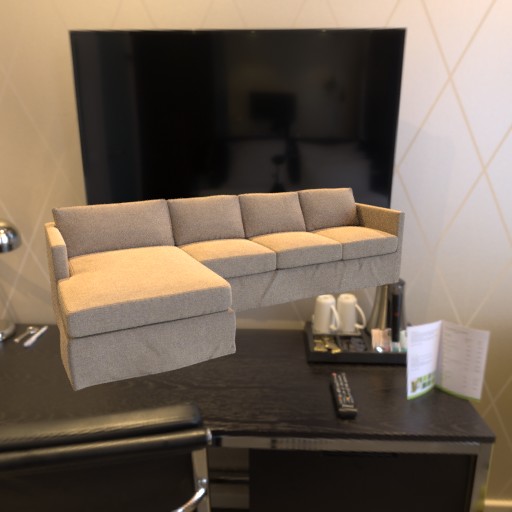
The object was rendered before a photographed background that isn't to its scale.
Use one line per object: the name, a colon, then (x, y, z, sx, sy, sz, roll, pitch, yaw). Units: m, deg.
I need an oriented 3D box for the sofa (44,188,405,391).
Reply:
sofa: (0.000, 0.000, 3.773, 3.198, 0.920, 1.638, -7, 16, -27)
